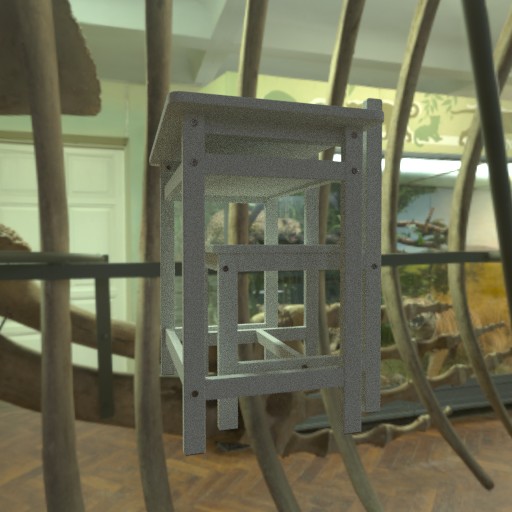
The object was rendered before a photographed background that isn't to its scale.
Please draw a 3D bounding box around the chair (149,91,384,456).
[{"bbox_3d":[0.000,0.000,1.051,0.461,0.673,0.599,0,2,-16],"label":"chair"}]
